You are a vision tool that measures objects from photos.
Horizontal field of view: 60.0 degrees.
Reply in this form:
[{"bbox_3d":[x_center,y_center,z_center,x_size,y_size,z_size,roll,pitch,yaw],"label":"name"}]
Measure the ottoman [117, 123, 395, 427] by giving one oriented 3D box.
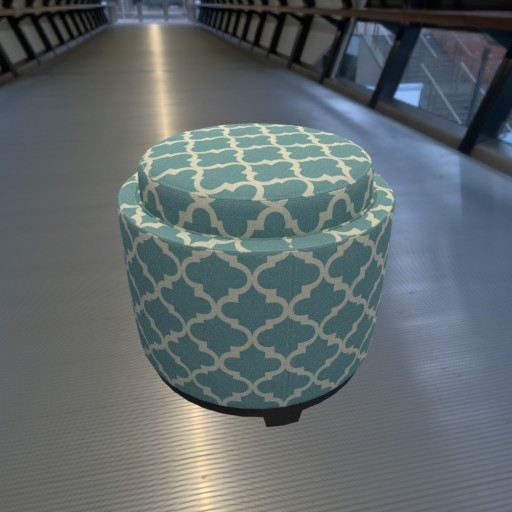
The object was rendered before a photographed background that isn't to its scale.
[{"bbox_3d":[0.000,0.000,0.851,0.480,0.429,0.480,0,31,0],"label":"ottoman"}]
